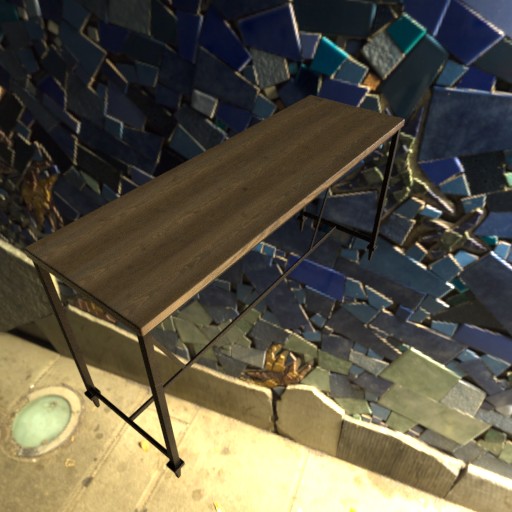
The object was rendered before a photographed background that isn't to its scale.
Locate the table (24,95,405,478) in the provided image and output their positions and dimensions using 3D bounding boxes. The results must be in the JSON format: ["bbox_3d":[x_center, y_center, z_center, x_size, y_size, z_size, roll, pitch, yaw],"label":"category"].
[{"bbox_3d":[0.000,0.000,2.068,0.551,0.902,1.700,26,46,28],"label":"table"}]
